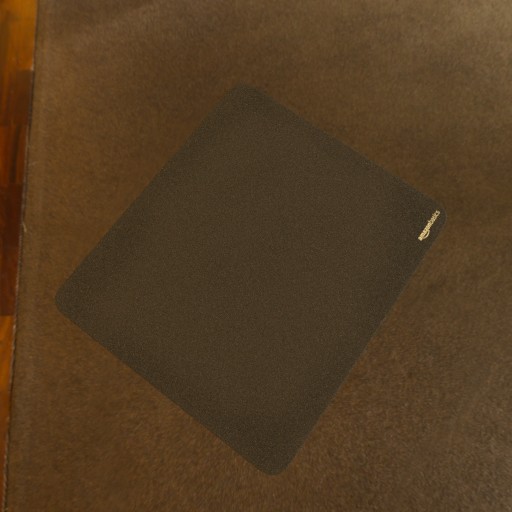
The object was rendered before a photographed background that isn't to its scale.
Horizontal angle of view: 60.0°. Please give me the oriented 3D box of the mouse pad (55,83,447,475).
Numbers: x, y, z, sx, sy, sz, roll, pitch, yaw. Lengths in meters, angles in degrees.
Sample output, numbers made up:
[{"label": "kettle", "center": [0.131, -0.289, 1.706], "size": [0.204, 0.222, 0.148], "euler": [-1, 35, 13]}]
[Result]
[{"label": "mouse pad", "center": [0.000, 0.000, 0.637], "size": [0.393, 0.002, 0.451], "euler": [35, 77, 9]}]
